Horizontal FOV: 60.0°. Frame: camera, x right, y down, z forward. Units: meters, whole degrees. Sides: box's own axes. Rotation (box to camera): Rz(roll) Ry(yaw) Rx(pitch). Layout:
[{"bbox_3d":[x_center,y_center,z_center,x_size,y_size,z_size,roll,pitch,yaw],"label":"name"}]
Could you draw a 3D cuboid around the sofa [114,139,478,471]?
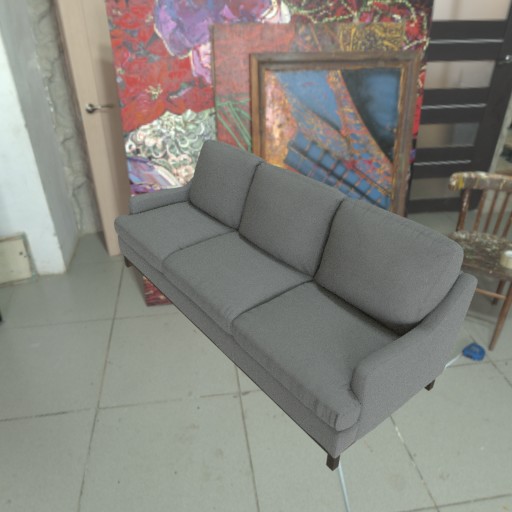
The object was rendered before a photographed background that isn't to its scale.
[{"bbox_3d":[0.000,0.000,2.823,0.987,0.926,2.344,-22,38,-32],"label":"sofa"}]
